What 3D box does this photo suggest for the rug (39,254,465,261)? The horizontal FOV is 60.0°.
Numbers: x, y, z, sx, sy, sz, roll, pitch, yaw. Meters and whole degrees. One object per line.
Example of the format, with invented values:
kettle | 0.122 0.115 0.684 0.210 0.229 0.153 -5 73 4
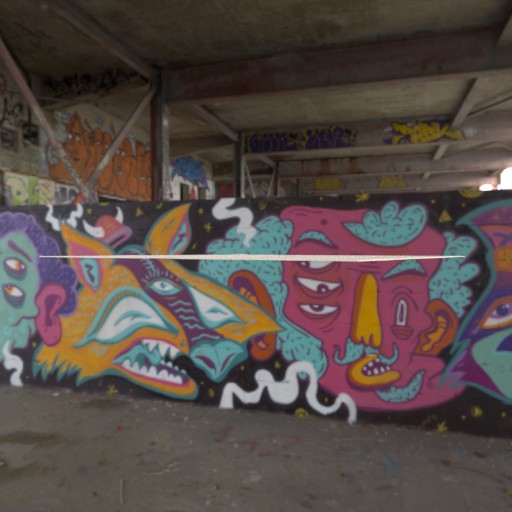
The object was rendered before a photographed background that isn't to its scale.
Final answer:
rug | 0.000 0.000 4.061 3.051 0.021 2.448 0 1 36
